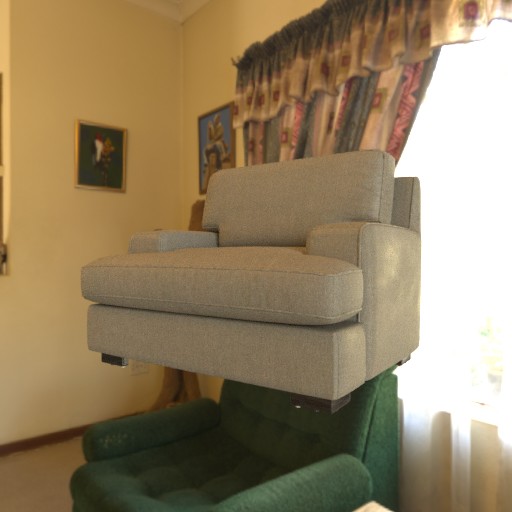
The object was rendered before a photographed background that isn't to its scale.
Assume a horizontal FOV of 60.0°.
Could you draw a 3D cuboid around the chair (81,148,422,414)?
[{"bbox_3d":[0.000,0.000,2.012,1.270,0.974,1.043,0,0,35],"label":"chair"}]
